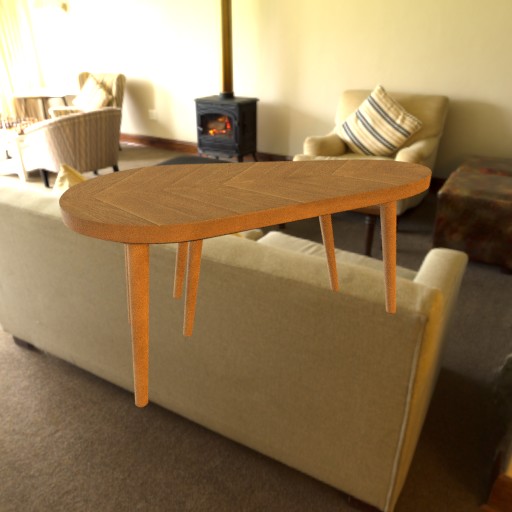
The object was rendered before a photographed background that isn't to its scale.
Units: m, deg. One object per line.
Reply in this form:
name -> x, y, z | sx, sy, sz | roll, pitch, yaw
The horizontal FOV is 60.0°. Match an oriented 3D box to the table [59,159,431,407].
table -> 0.000, 0.000, 1.584 | 1.190, 0.595, 0.701 | -8, 28, -15
